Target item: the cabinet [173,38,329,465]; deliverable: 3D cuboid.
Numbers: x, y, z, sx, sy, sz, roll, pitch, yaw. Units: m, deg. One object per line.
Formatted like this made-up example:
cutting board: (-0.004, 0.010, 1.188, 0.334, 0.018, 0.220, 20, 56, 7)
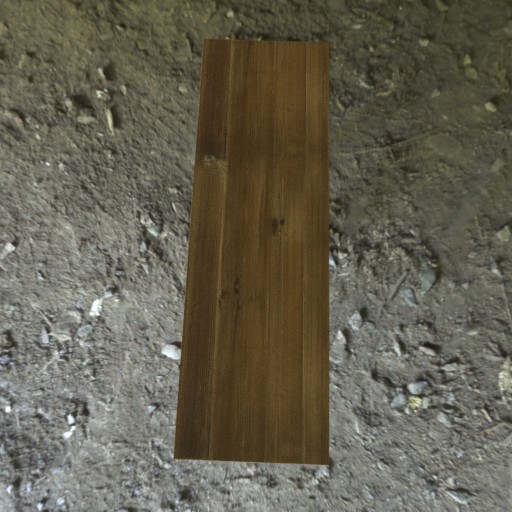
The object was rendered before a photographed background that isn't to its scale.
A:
cabinet: (0.000, 0.000, 1.818, 0.472, 0.800, 1.400, 2, 77, 0)
